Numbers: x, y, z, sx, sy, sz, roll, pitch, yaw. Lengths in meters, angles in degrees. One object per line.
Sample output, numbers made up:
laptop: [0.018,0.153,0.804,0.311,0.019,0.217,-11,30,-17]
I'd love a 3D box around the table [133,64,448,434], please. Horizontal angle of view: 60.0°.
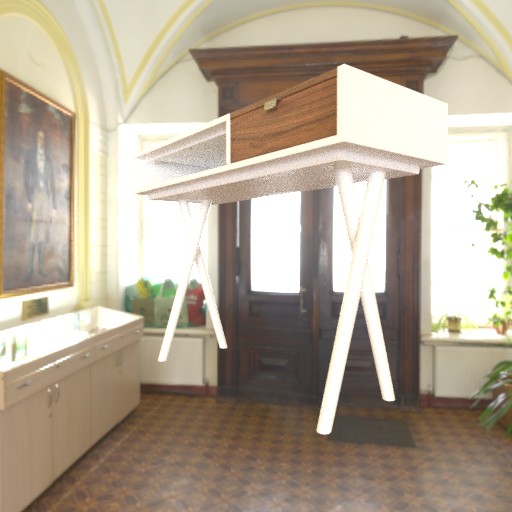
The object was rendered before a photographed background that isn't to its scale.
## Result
table: [0.000,0.000,1.431,0.418,0.785,1.066,-1,1,-38]
